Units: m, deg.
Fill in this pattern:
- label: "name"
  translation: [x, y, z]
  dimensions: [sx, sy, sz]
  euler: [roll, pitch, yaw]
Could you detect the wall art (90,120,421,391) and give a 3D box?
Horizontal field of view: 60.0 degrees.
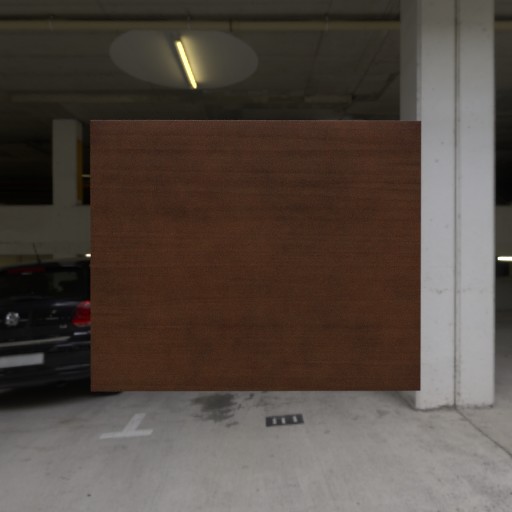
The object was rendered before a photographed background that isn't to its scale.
- label: "wall art"
  translation: [0.000, 0.000, 0.553]
  dimensions: [0.401, 0.328, 0.030]
  euler: [0, 0, 0]
